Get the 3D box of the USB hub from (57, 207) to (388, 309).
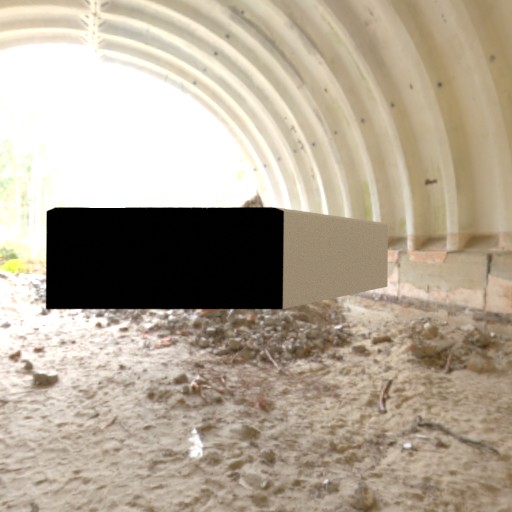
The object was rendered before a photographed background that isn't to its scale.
[{"bbox_3d":[0.000,0.000,0.130,0.044,0.023,0.110,1,1,35],"label":"USB hub"}]
